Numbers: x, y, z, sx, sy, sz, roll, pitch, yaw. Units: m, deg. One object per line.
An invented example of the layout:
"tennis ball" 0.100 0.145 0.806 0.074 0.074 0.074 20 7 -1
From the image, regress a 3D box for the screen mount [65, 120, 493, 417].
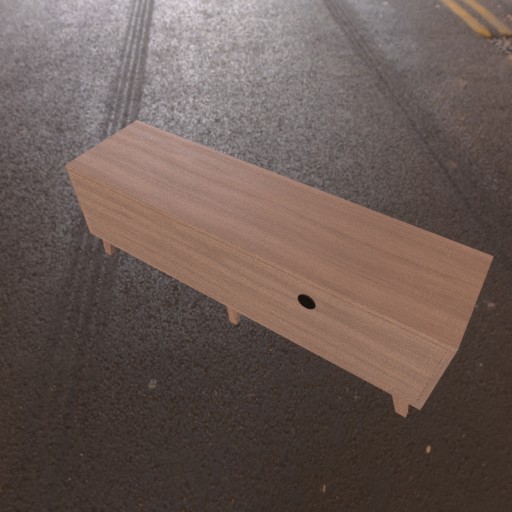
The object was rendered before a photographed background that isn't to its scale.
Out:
"screen mount" 0.000 0.000 1.726 1.500 0.509 0.401 25 52 22
